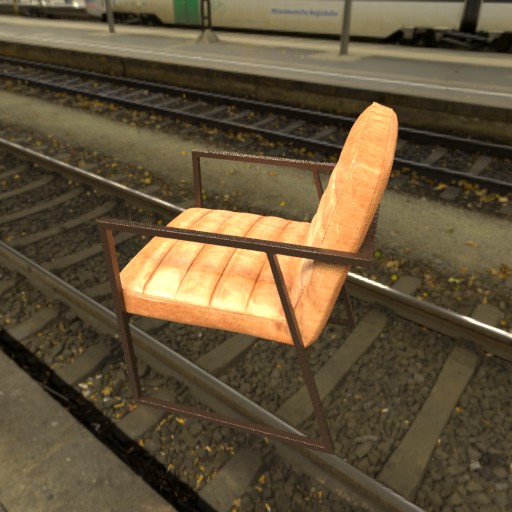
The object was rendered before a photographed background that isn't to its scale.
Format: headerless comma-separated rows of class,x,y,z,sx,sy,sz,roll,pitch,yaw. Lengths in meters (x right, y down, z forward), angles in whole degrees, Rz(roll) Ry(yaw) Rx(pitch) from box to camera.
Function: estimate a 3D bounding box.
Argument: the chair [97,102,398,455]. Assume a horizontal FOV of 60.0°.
chair,0.000,0.000,1.300,0.677,0.832,0.571,9,33,15
